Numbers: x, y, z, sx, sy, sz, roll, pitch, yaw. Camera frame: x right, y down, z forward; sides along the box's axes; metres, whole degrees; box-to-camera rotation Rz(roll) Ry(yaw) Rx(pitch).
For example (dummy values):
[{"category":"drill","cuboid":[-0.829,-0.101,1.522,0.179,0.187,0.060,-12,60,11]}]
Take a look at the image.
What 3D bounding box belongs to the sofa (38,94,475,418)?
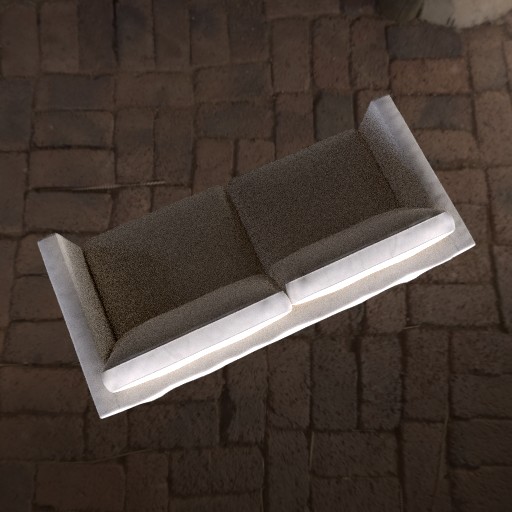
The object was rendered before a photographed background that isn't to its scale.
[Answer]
[{"category":"sofa","cuboid":[0.000,0.000,2.455,1.987,0.870,0.940,-24,78,-5]}]
